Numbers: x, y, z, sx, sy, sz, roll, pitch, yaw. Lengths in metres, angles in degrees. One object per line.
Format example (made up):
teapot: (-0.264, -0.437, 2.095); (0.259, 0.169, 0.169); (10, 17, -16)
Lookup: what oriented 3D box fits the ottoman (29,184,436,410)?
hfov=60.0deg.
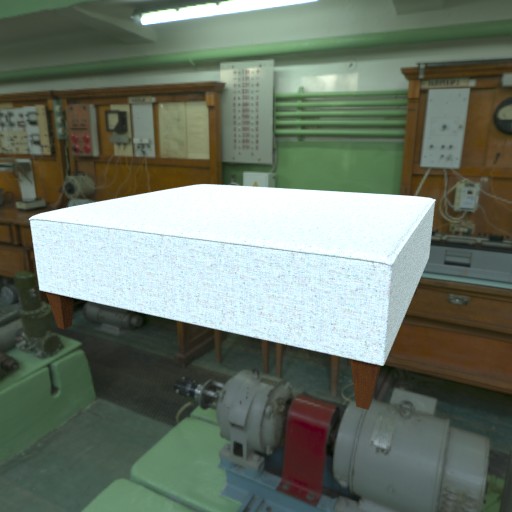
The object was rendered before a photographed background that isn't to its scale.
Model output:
ottoman: (0.000, 0.000, 1.214); (0.835, 0.303, 0.736); (8, 17, 25)
